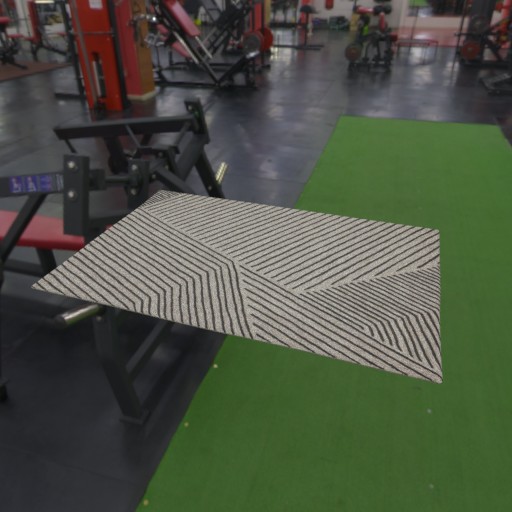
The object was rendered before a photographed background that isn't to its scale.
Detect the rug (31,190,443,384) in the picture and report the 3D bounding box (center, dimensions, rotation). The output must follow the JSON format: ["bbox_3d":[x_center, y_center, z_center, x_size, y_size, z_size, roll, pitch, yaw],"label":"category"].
[{"bbox_3d":[0.000,0.000,2.344,1.842,0.019,1.237,10,33,16],"label":"rug"}]
